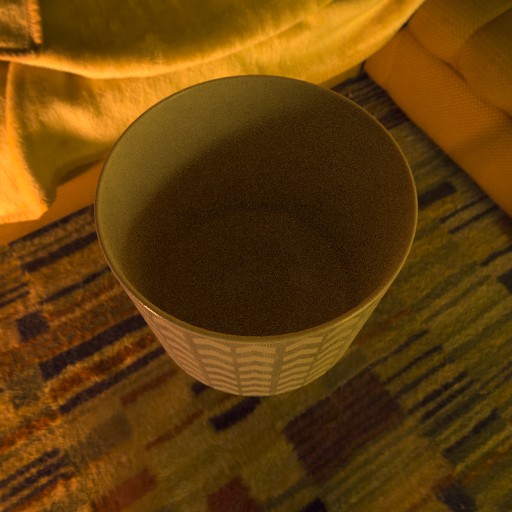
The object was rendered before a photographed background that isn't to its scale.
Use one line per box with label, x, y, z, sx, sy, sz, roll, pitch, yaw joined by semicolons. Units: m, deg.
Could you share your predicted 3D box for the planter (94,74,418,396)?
planter;0.000;0.000;0.452;0.250;0.239;0.250;0;63;0
